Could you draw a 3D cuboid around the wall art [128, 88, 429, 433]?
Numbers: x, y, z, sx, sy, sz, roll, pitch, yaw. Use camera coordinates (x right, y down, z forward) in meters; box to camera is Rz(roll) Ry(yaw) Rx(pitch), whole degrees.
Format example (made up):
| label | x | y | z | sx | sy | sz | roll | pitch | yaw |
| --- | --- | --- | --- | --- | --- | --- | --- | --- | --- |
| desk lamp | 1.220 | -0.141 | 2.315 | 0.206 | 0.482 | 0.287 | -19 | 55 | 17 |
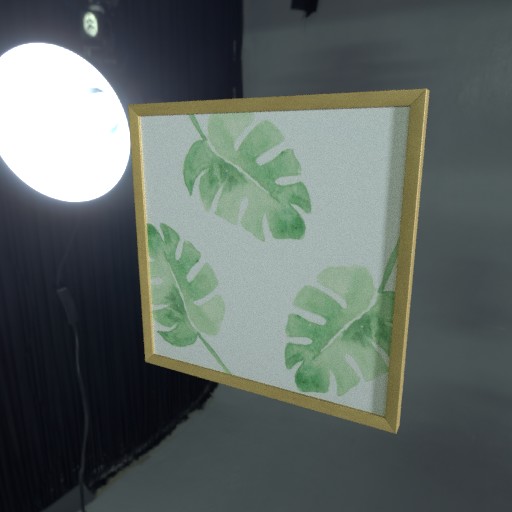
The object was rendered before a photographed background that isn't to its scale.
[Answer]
| label | x | y | z | sx | sy | sz | roll | pitch | yaw |
| --- | --- | --- | --- | --- | --- | --- | --- | --- | --- |
| wall art | 0.000 | 0.000 | 1.134 | 0.763 | 0.763 | 0.037 | 7 | 16 | 27 |
